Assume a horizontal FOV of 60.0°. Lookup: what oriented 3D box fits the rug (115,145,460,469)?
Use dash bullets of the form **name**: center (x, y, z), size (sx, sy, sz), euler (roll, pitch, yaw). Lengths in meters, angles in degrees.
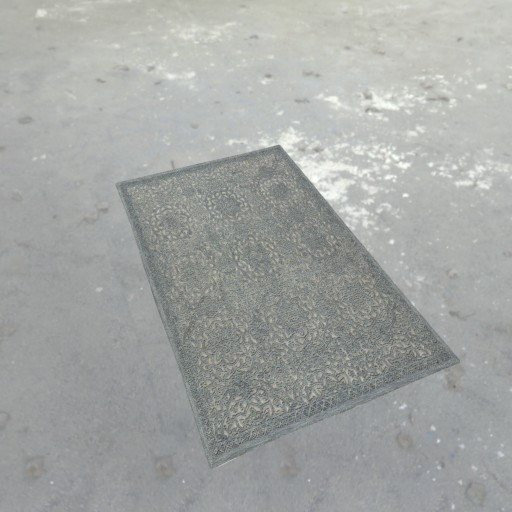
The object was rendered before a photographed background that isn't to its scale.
- **rug**: center (0.000, 0.000, 3.161), size (1.535, 0.022, 2.498), euler (-17, 49, -16)
